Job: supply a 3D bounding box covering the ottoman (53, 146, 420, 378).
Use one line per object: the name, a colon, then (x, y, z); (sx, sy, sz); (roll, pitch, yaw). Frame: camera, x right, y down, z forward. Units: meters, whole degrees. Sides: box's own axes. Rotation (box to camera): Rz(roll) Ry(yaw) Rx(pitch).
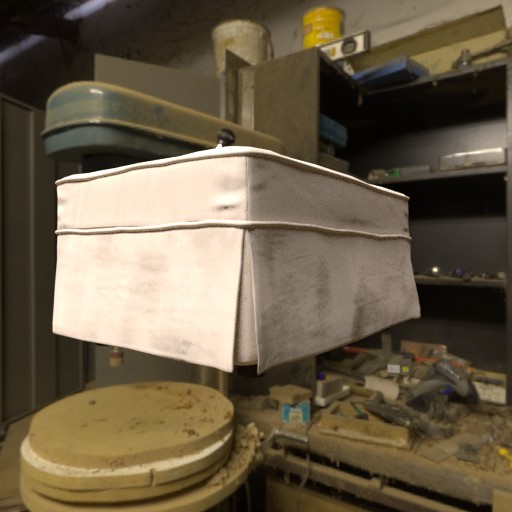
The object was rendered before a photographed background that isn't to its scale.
ottoman: (0.000, 0.000, 1.321); (0.703, 0.479, 0.944); (0, 0, 37)
